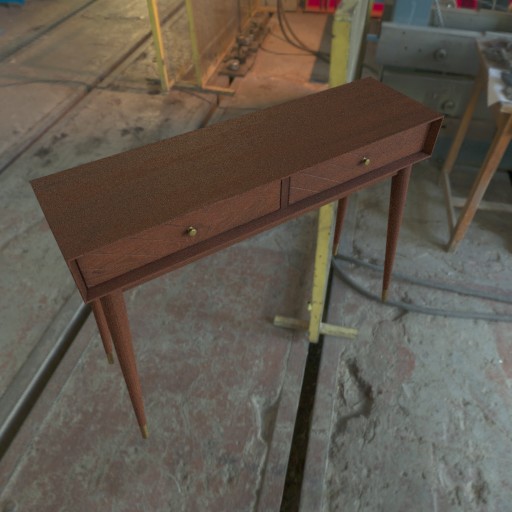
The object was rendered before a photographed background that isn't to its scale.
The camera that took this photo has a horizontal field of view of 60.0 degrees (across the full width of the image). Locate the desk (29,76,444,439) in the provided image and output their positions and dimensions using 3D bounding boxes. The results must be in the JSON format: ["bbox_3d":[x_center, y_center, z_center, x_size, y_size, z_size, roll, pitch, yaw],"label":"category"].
[{"bbox_3d":[0.000,0.000,1.615,1.204,0.917,0.384,-24,50,-22],"label":"desk"}]
